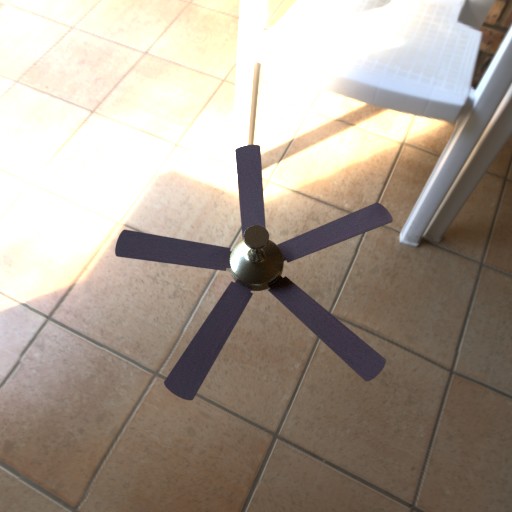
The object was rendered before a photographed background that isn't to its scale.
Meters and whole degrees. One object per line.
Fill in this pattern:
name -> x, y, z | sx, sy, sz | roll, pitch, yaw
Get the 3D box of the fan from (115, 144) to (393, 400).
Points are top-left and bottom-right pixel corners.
fan -> 0.000, 0.000, 1.967 | 1.321, 0.356, 1.321 | 18, 64, 9
